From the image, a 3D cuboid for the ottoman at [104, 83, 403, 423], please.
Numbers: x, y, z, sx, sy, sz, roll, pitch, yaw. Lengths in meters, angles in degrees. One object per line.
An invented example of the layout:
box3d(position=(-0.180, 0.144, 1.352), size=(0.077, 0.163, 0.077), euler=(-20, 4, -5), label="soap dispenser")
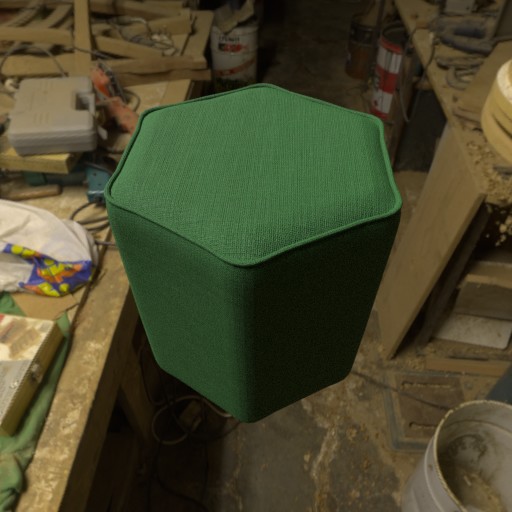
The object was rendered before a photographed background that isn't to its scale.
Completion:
box3d(position=(0.000, 0.000, 0.891), size=(0.444, 0.507, 0.499), euler=(3, 47, 3), label="ottoman")
